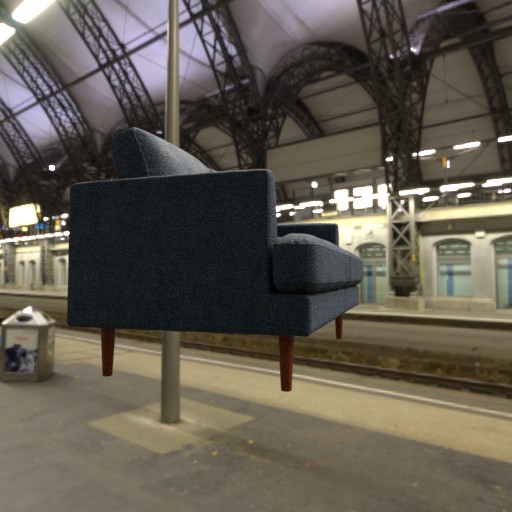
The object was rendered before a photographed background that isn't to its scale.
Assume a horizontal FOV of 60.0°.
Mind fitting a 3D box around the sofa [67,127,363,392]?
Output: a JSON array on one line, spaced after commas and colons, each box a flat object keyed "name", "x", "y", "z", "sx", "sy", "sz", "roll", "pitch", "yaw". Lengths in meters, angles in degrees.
[{"name": "sofa", "x": 0.000, "y": 0.000, "z": 2.161, "sx": 0.903, "sy": 0.944, "sz": 1.582, "roll": -1, "pitch": -3, "yaw": 18}]
